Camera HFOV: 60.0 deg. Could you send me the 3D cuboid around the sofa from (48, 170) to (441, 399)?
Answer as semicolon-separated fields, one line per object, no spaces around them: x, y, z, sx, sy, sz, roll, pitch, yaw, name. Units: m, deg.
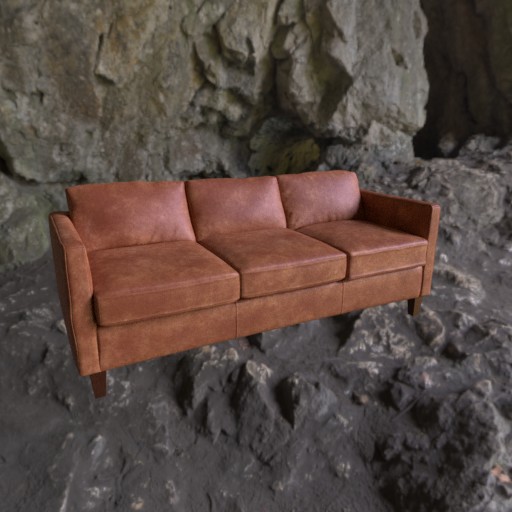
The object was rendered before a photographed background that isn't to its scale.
0.000;0.000;3.005;2.464;1.006;1.045;-8;19;-26;sofa
